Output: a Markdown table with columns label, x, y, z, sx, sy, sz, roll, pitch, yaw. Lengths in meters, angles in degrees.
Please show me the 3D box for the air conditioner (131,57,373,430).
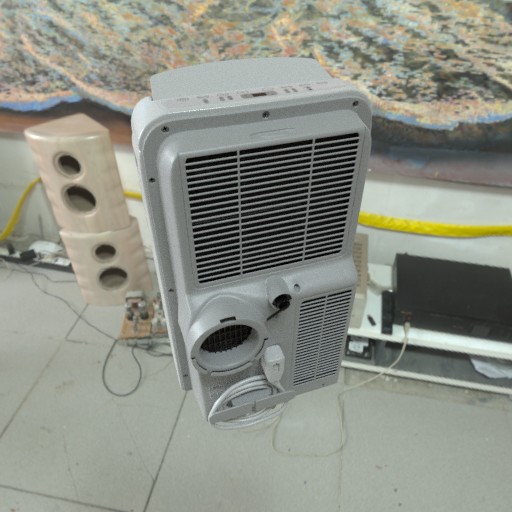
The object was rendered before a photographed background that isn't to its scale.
| label | x | y | z | sx | sy | sz | roll | pitch | yaw |
| --- | --- | --- | --- | --- | --- | --- | --- | --- | --- |
| air conditioner | 0.000 | 0.000 | 1.027 | 0.449 | 0.786 | 0.414 | -12 | 41 | -14 |
